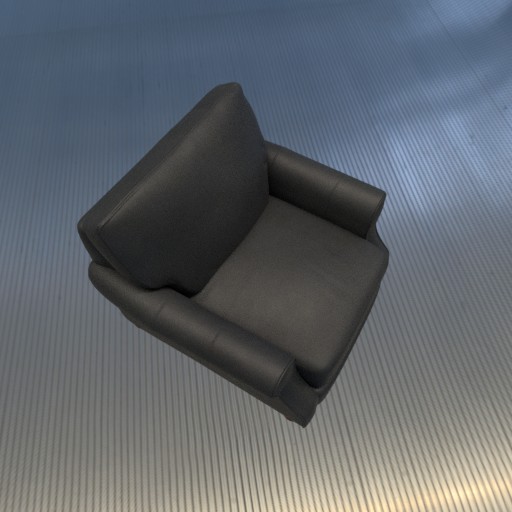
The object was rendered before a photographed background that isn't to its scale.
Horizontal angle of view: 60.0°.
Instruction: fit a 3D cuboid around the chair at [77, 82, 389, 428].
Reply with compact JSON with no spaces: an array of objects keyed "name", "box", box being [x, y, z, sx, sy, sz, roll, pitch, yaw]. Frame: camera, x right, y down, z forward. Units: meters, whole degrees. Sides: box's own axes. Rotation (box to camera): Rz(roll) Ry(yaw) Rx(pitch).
[{"name":"chair","box":[0.000,0.000,1.804,1.027,0.960,1.015,31,63,18]}]
